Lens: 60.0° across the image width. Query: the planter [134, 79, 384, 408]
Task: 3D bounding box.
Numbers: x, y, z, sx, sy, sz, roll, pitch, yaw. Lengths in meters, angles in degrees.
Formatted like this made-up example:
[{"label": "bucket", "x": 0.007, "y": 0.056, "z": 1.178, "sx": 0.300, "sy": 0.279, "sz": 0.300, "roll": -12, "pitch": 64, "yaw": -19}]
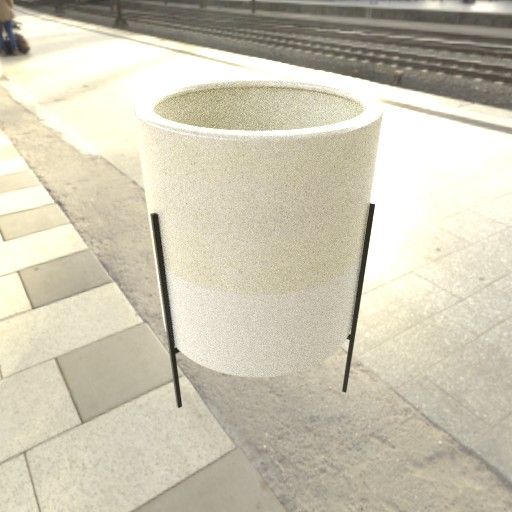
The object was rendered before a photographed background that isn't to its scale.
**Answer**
[{"label": "planter", "x": 0.000, "y": 0.000, "z": 0.712, "sx": 0.333, "sy": 0.483, "sz": 0.324, "roll": -21, "pitch": 38, "yaw": -31}]
